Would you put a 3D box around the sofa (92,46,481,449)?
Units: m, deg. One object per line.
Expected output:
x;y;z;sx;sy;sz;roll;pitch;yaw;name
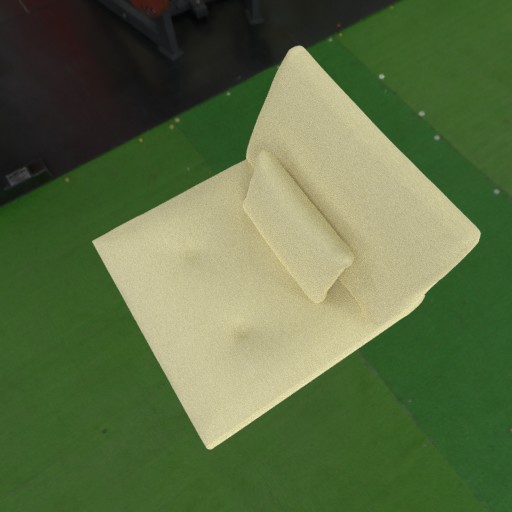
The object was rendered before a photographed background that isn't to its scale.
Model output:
0.000;0.000;1.653;1.000;0.820;0.930;-31;69;-13;sofa
